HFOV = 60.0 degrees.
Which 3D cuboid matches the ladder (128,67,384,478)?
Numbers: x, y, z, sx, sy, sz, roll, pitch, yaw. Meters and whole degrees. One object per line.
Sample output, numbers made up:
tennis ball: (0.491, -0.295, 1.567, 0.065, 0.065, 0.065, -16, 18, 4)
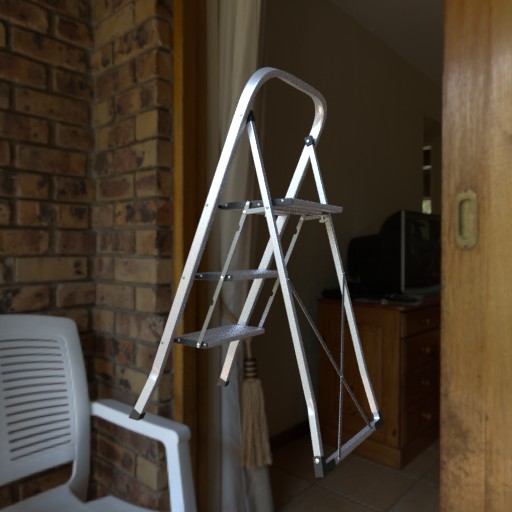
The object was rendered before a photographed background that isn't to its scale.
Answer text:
ladder: (0.000, 0.000, 1.433, 0.704, 1.070, 0.465, 1, 1, 36)
